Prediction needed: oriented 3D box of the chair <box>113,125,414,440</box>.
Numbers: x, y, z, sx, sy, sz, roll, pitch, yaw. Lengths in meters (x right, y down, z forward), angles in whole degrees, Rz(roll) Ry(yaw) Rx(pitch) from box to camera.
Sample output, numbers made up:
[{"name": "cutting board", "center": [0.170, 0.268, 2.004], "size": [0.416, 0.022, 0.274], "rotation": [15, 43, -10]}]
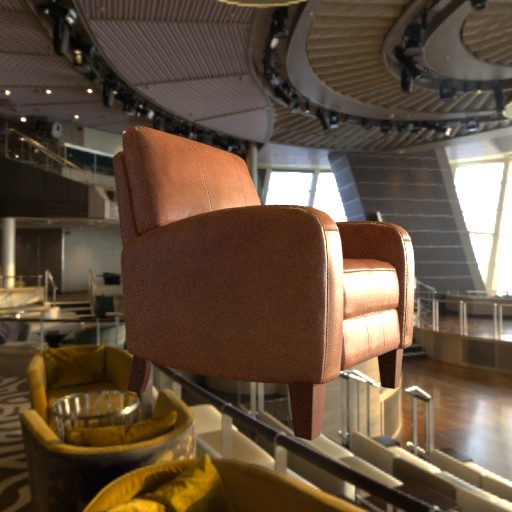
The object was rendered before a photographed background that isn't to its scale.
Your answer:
[{"name": "chair", "center": [0.000, 0.000, 1.685], "size": [0.990, 0.990, 0.762], "rotation": [-1, -1, 37]}]
